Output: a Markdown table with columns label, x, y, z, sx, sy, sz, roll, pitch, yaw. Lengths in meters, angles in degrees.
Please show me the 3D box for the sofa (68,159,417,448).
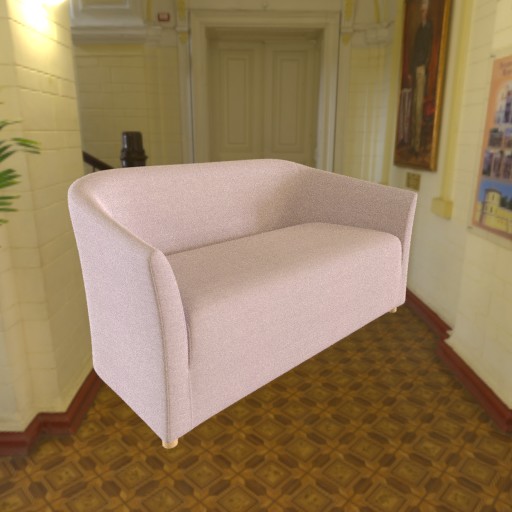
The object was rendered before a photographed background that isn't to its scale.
| label | x | y | z | sx | sy | sz | roll | pitch | yaw |
| --- | --- | --- | --- | --- | --- | --- | --- | --- | --- |
| sofa | 0.000 | 0.000 | 1.818 | 0.705 | 0.721 | 1.452 | 14 | 21 | 41 |
